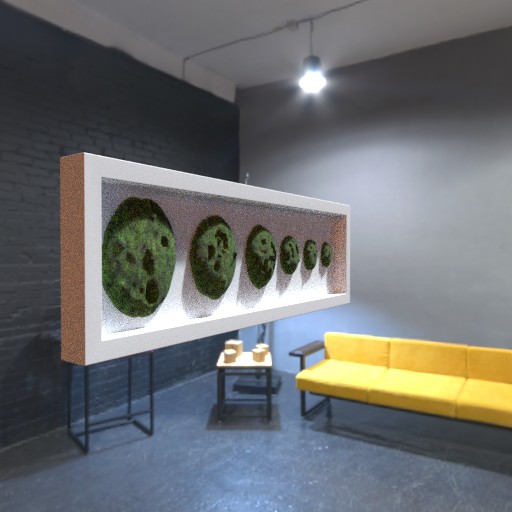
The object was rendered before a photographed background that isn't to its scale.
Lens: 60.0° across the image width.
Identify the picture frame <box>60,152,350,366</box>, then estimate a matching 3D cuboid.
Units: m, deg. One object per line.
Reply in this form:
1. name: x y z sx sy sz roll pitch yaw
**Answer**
1. picture frame: 0.000 0.000 0.841 0.050 0.250 0.759 1 1 36
